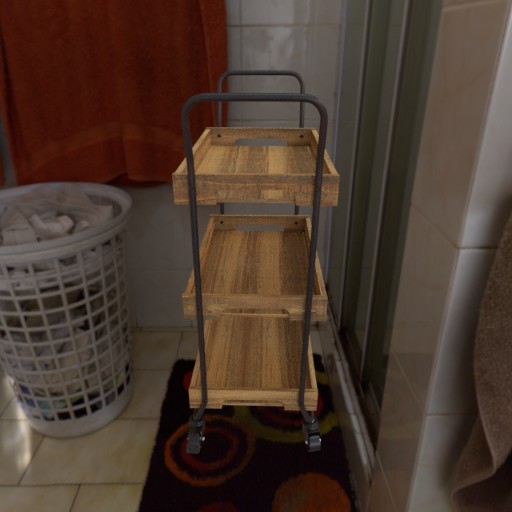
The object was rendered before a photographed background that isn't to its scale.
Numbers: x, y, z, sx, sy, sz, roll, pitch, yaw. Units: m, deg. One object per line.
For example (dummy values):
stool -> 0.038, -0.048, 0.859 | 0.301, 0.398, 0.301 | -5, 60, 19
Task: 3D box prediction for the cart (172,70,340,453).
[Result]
cart -> 0.000, 0.000, 1.151 | 0.339, 0.857, 0.583 | 1, 26, 2
